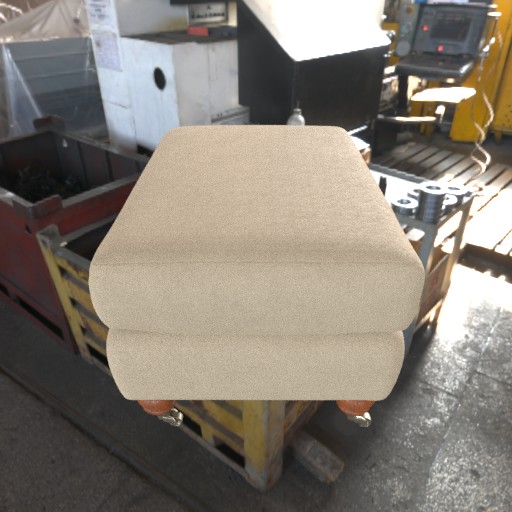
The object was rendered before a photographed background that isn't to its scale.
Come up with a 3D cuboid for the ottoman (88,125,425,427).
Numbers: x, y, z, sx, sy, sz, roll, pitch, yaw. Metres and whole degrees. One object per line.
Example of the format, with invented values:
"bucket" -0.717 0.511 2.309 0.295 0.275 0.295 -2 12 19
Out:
"ottoman" 0.000 0.000 1.126 0.569 0.504 0.773 0 33 0
